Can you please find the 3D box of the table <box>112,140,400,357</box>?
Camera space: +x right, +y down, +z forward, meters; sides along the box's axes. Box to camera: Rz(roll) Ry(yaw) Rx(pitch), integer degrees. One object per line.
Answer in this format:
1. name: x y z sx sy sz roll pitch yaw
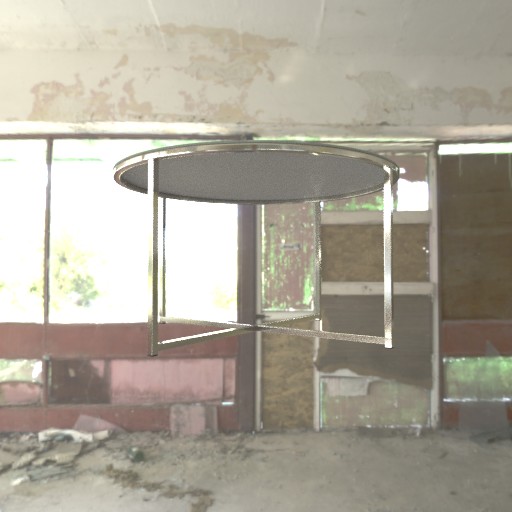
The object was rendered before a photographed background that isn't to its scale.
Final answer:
1. table: 0.000 0.000 1.289 0.800 0.450 0.800 0 -1 0
